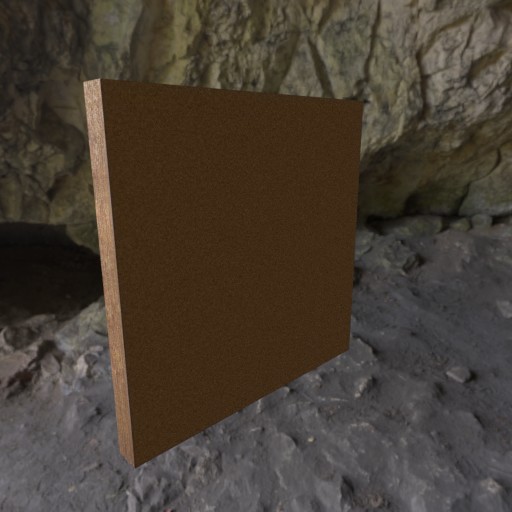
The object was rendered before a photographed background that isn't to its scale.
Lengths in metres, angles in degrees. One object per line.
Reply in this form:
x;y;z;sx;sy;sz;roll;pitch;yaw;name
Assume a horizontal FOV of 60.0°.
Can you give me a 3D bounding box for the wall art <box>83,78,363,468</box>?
0.000;0.000;0.584;0.406;0.403;0.039;-14;21;-42;wall art
